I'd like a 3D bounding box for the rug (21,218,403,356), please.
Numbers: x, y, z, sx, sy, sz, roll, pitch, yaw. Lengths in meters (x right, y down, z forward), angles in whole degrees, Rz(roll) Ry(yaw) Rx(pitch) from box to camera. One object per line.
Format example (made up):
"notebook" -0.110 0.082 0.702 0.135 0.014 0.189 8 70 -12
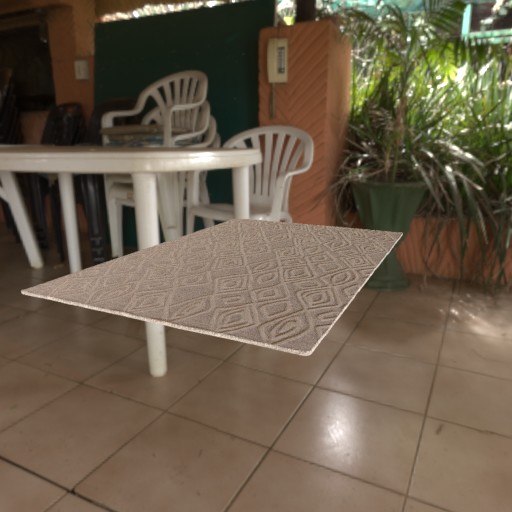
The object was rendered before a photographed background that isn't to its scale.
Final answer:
"rug" 0.000 0.000 2.316 1.224 0.016 1.832 7 17 25
